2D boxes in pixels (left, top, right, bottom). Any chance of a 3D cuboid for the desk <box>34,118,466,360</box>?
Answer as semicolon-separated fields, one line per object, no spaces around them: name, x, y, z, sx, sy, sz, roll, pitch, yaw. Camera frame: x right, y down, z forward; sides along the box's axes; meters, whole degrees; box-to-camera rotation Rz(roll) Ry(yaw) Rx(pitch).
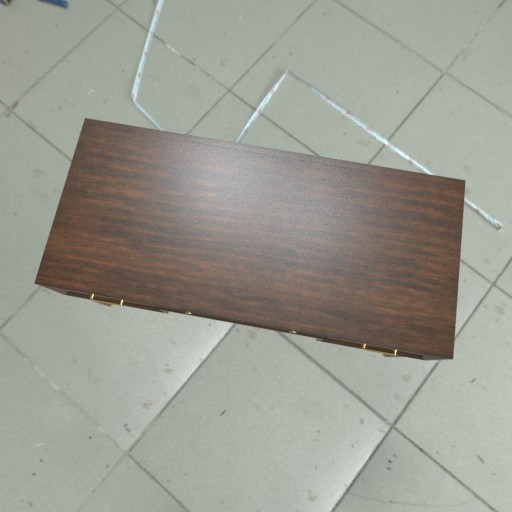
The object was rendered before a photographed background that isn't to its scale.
desk;0.000;0.000;2.090;1.575;0.762;0.724;10;76;2
